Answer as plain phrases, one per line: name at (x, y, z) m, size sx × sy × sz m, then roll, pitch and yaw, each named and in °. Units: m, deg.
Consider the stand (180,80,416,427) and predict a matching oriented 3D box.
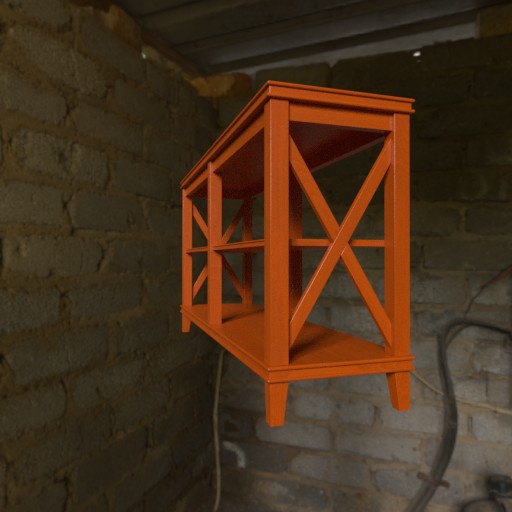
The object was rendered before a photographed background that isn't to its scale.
stand at (0.000, 0.000, 1.678) m, size 0.381 × 0.762 × 1.372 m, roll 0°, pitch 0°, yaw -18°
